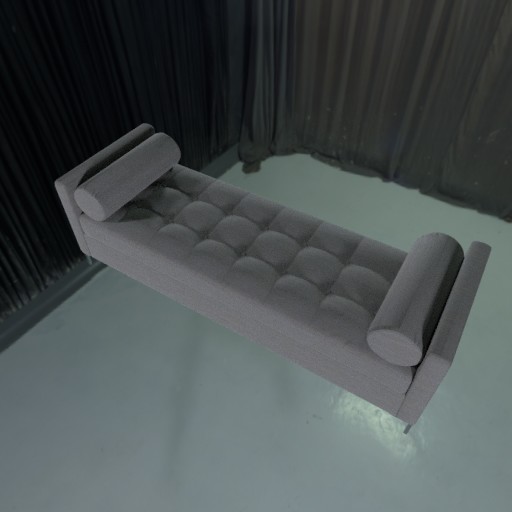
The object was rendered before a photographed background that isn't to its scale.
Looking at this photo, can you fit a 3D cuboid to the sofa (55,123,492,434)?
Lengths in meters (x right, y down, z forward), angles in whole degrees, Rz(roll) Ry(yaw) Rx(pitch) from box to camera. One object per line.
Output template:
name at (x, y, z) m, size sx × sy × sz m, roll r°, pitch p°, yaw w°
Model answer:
sofa at (0.000, 0.000, 2.281) m, size 1.981 × 0.635 × 0.686 m, roll 24°, pitch 51°, yaw 21°
